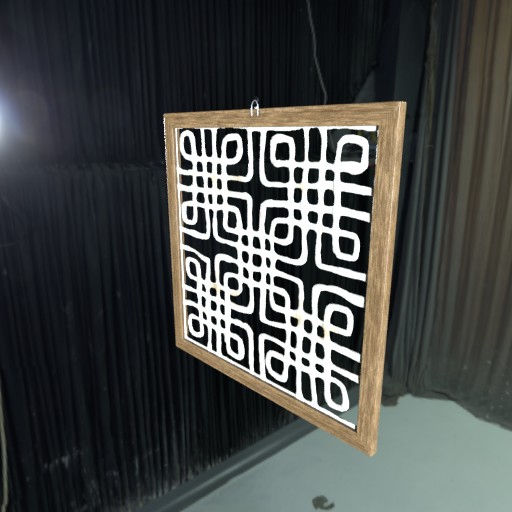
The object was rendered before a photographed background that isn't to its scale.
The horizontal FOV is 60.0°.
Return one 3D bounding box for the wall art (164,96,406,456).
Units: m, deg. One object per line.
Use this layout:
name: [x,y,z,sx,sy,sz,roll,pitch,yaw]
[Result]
wall art: [0.000,0.000,0.857,0.021,0.582,0.561,-15,21,-43]
